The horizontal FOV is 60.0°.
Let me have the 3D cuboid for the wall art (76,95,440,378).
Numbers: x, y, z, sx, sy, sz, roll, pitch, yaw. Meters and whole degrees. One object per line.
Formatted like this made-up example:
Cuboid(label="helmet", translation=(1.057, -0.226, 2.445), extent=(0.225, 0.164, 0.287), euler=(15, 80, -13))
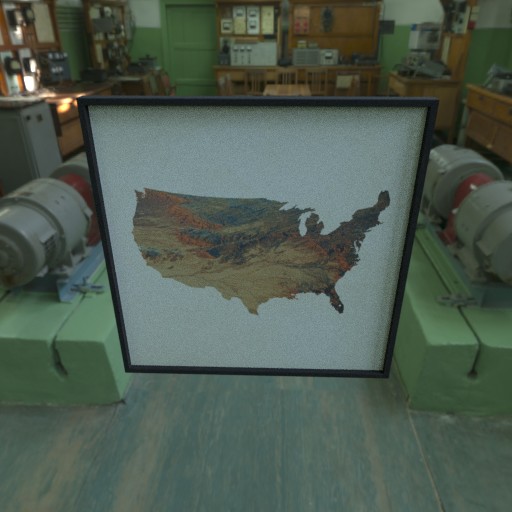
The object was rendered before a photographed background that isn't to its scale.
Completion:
Cuboid(label="wall art", translation=(0.000, 0.000, 1.120), extent=(0.762, 0.762, 0.038), euler=(1, 28, 2))
